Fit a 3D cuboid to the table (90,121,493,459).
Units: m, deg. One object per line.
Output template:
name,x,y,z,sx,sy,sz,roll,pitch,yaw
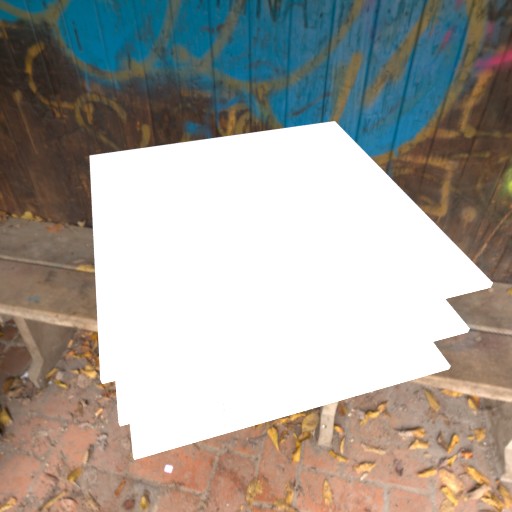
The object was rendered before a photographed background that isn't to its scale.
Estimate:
table,0.000,0.000,1.086,0.700,0.289,0.700,-11,43,-12
